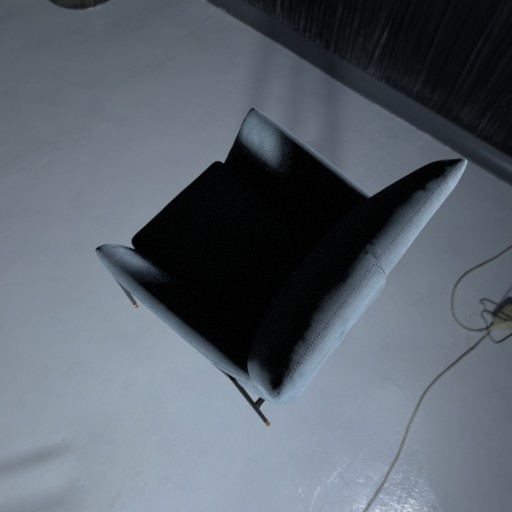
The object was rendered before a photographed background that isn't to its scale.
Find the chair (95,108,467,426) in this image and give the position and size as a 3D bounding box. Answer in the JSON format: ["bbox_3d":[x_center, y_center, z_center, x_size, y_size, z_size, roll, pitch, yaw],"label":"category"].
[{"bbox_3d":[0.000,0.000,1.347,0.709,0.858,0.678,38,71,16],"label":"chair"}]
